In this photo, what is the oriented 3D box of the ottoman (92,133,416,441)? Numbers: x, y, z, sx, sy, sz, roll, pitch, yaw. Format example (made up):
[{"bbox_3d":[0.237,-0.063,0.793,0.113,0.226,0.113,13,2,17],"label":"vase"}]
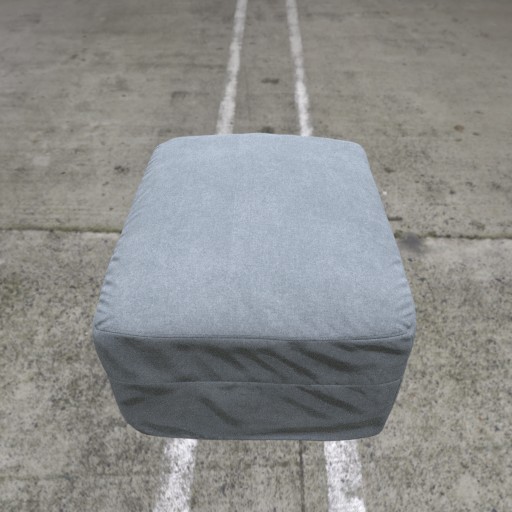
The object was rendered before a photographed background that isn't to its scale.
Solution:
[{"bbox_3d":[0.000,0.000,1.245,0.683,0.481,0.837,1,42,1],"label":"ottoman"}]
